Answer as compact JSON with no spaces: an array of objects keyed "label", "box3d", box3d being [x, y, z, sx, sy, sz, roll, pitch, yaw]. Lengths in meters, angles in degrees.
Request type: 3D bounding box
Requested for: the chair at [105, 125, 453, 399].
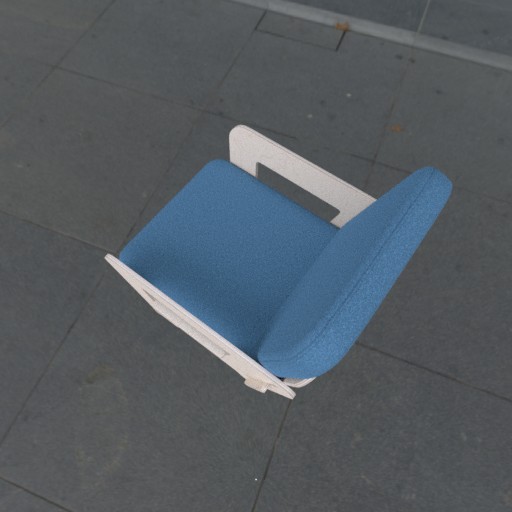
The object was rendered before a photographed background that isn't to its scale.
[{"label":"chair","box3d":[0.000,0.000,1.183,0.657,0.747,0.547,33,68,16]}]
